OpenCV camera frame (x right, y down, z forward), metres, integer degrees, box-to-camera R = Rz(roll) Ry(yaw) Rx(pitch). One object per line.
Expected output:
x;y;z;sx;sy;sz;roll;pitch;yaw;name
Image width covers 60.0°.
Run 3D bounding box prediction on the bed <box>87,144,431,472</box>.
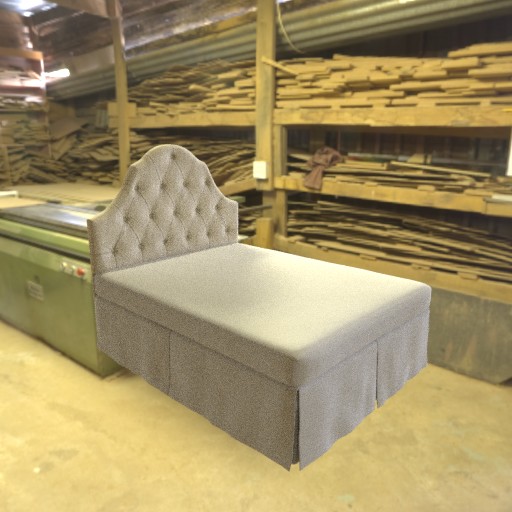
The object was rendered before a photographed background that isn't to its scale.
0.000;0.000;3.229;2.092;1.575;1.627;13;19;42;bed
